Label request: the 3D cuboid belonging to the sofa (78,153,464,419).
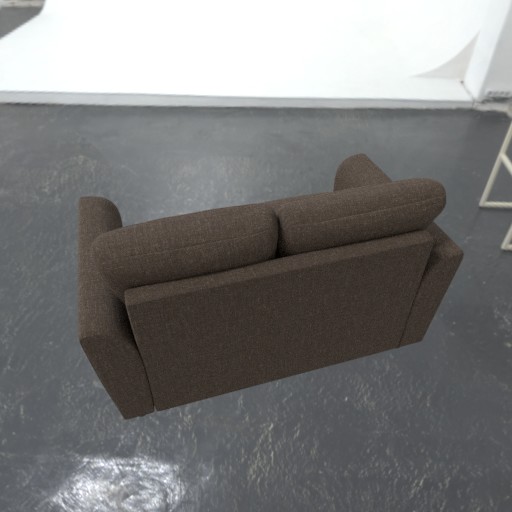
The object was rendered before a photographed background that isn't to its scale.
[{"bbox_3d":[0.000,0.000,1.963,1.423,0.885,0.851,-11,43,-13],"label":"sofa"}]
